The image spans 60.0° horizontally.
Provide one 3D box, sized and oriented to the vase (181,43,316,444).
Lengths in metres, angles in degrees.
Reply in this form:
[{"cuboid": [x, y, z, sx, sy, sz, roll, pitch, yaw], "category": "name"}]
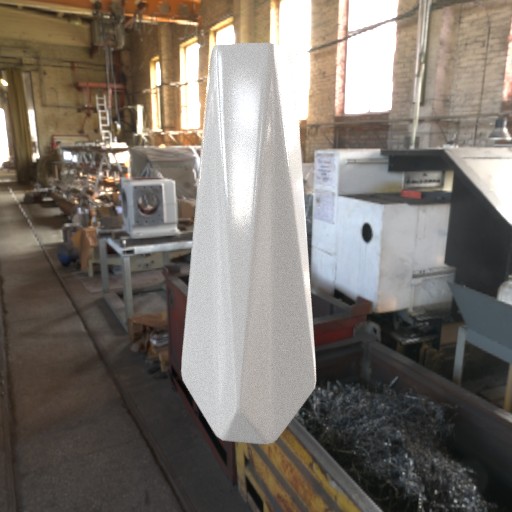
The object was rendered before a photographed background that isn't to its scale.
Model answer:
[{"cuboid": [0.000, 0.000, 0.385, 0.116, 0.329, 0.122, 7, 15, 25], "category": "vase"}]
